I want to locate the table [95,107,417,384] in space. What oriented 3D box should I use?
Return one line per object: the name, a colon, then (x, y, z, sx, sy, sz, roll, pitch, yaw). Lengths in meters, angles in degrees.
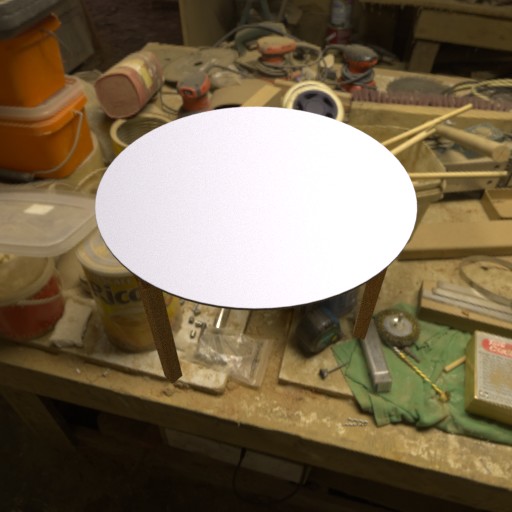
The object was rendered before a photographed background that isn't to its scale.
table: (0.000, 0.000, 0.997, 0.600, 0.405, 0.600, 0, 46, 0)
